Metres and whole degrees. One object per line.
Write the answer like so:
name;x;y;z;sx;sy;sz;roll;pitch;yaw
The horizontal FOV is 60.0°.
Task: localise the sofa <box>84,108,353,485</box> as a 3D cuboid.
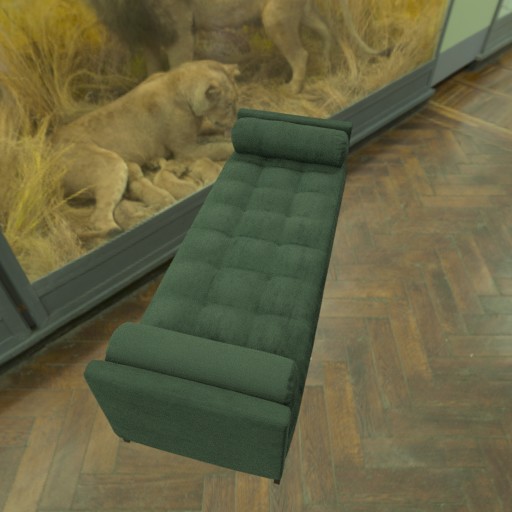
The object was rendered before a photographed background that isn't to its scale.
sofa;0.000;0.000;2.480;0.817;0.681;2.130;11;47;10
